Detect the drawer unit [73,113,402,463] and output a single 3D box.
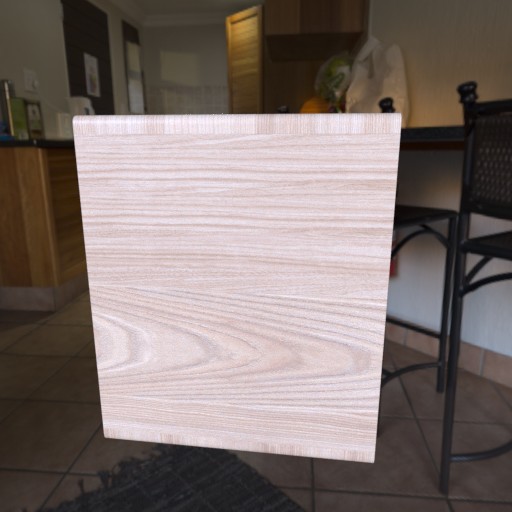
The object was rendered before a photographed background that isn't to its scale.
[{"bbox_3d":[0.000,0.000,0.592,0.290,0.344,0.344,2,15,8],"label":"drawer unit"}]
